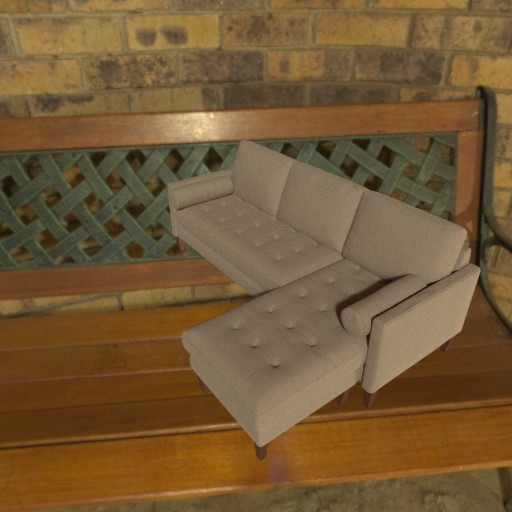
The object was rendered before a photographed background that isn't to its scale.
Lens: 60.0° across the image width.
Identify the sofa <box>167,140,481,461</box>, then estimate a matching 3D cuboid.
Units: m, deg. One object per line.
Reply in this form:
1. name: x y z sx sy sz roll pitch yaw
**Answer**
1. sofa: 0.000 0.000 2.892 1.506 0.875 2.178 -21 37 -31
